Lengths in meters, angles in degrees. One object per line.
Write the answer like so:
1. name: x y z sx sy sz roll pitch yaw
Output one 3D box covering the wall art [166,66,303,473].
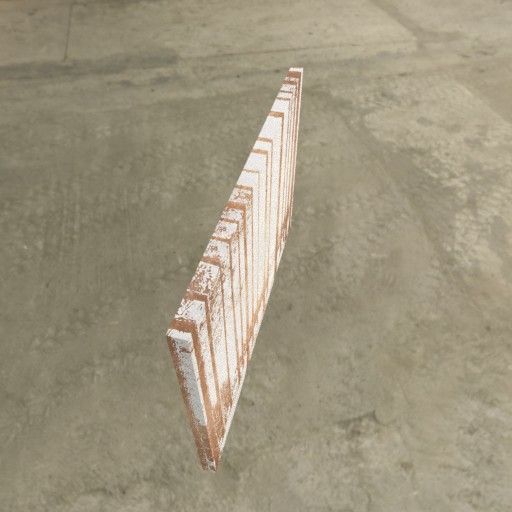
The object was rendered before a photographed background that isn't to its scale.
1. wall art: 0.000 0.000 1.169 0.035 0.609 0.914 11 48 10
